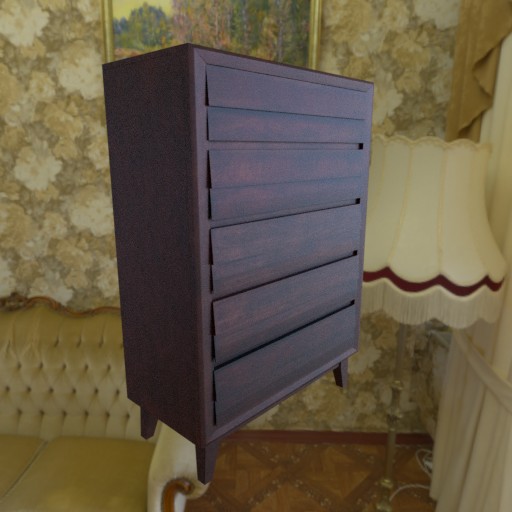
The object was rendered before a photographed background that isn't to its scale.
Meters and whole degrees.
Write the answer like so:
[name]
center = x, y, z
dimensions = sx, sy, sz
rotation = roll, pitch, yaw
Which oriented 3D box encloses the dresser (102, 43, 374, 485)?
[dresser]
center = 0.000, 0.000, 1.973
dimensions = 0.506, 1.514, 1.072
rotation = 12, 18, 42
